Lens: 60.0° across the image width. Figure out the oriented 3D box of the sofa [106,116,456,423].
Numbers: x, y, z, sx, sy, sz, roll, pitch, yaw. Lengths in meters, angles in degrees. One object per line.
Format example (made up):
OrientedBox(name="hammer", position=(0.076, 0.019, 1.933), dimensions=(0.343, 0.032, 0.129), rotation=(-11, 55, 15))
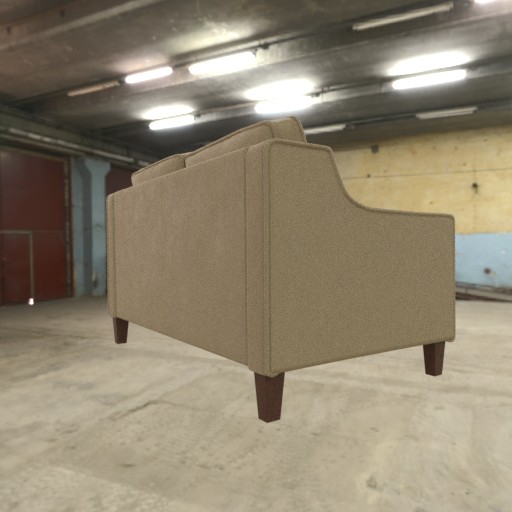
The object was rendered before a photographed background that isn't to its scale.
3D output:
OrientedBox(name="sofa", position=(0.000, 0.000, 2.145), dimensions=(0.987, 0.971, 1.501), rotation=(0, 1, -35))
